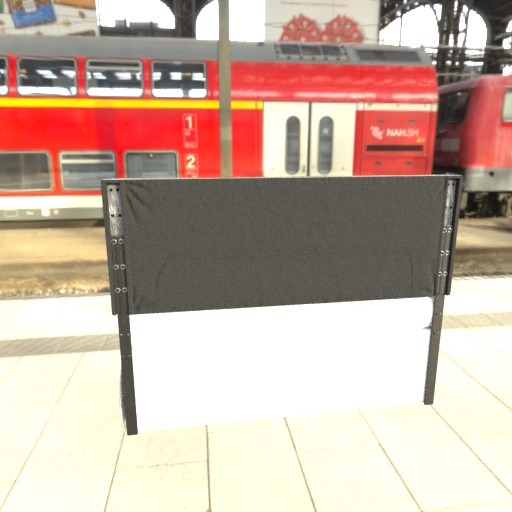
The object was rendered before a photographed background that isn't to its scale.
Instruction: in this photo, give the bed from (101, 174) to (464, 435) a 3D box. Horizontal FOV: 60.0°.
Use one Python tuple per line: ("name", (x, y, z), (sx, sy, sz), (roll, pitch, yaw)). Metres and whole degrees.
("bed", (0.000, 0.000, 2.953), (1.621, 1.168, 1.958), (-2, 14, -9))
